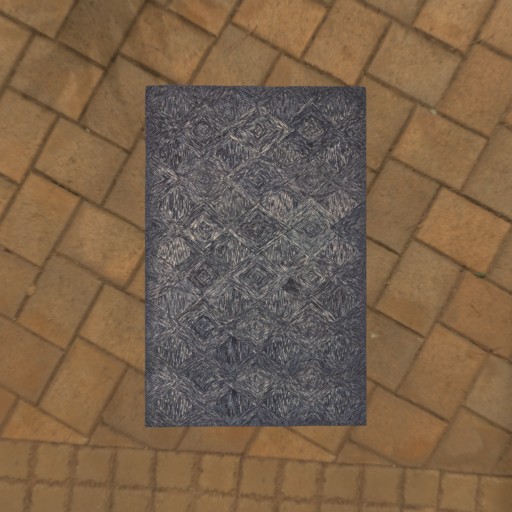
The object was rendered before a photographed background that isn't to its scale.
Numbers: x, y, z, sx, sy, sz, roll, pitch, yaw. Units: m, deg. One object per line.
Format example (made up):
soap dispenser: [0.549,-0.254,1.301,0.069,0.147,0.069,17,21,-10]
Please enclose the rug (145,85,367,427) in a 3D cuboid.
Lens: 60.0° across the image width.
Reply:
rug: [0.000,0.000,2.277,1.139,0.010,1.754,0,90,-1]
